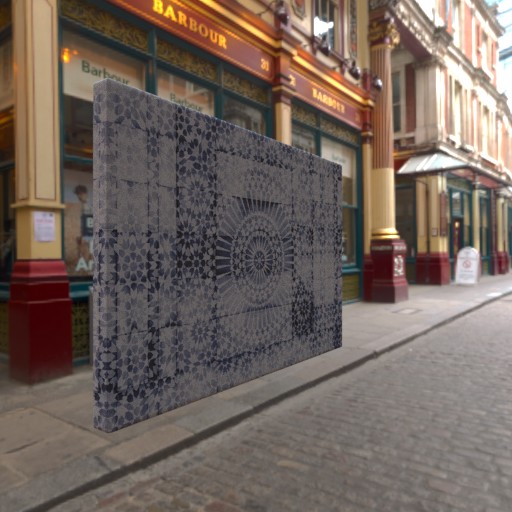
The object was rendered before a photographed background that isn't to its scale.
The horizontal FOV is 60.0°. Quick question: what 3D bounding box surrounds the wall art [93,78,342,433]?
[{"bbox_3d":[0.000,0.000,0.756,0.030,0.406,0.608,0,0,37],"label":"wall art"}]
